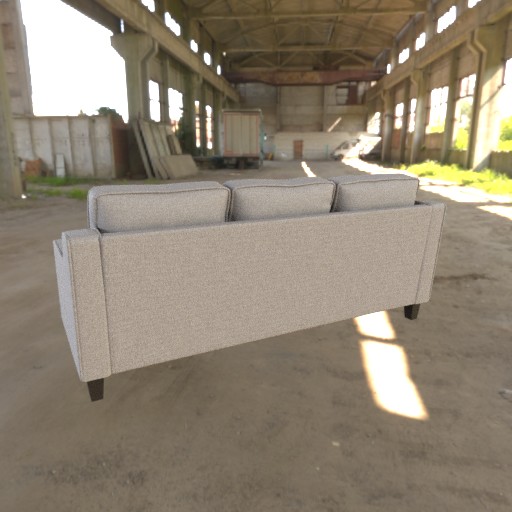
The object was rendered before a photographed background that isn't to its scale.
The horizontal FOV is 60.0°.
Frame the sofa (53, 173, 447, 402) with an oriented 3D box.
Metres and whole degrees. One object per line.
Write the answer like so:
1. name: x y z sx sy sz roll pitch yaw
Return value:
1. sofa: 0.000 0.000 2.629 2.129 0.950 0.899 -8 16 -27
